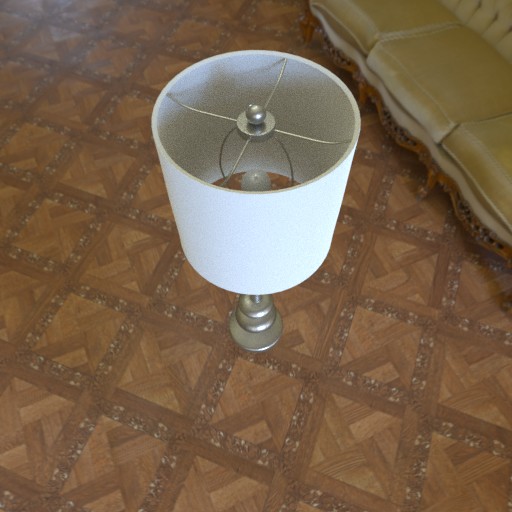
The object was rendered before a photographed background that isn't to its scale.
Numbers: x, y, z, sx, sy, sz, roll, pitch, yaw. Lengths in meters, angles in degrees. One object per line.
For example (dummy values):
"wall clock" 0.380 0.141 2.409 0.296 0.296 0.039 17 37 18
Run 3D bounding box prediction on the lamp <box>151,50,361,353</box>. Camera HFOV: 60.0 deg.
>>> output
"lamp" 0.000 0.000 0.823 0.254 0.690 0.254 17 60 10
